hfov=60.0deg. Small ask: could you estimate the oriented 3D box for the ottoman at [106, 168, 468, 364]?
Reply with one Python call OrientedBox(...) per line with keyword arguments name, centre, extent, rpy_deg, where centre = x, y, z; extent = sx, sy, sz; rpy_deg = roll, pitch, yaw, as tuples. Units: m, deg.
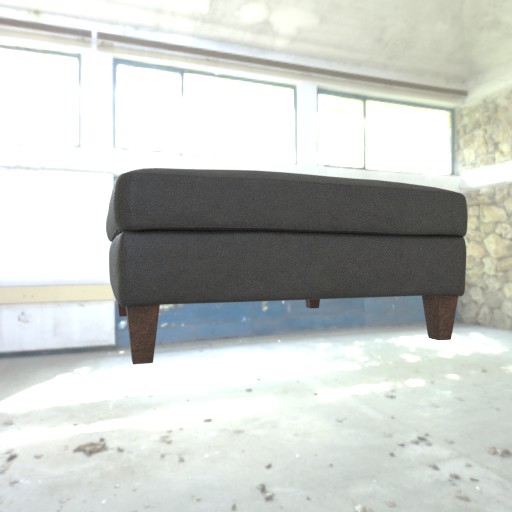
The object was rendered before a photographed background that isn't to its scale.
OrientedBox(name="ottoman", centre=(0.000, 0.000, 1.321), extent=(0.844, 0.415, 0.836), rpy_deg=(0, 0, -19))
